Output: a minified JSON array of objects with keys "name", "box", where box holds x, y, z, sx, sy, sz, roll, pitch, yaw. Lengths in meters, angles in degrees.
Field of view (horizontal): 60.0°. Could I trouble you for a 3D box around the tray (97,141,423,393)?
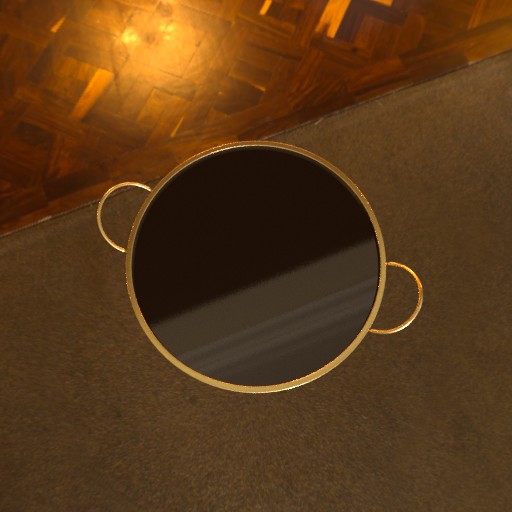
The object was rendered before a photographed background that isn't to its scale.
[{"name":"tray","box":[0.000,0.000,0.741,0.543,0.069,0.438,18,75,5]}]
